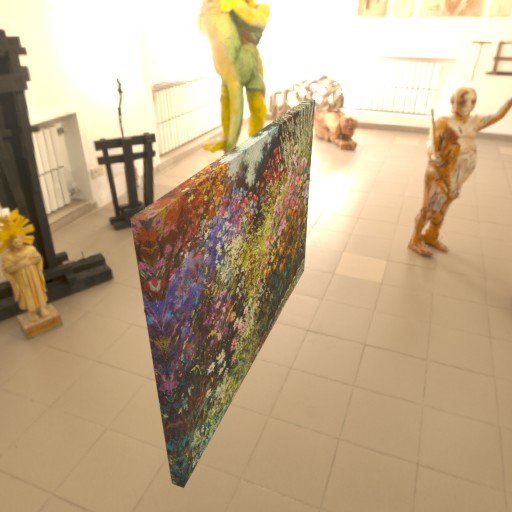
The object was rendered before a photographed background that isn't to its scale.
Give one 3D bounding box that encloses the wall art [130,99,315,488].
[{"bbox_3d":[0.000,0.000,1.414,0.042,0.760,1.136,11,32,18],"label":"wall art"}]
